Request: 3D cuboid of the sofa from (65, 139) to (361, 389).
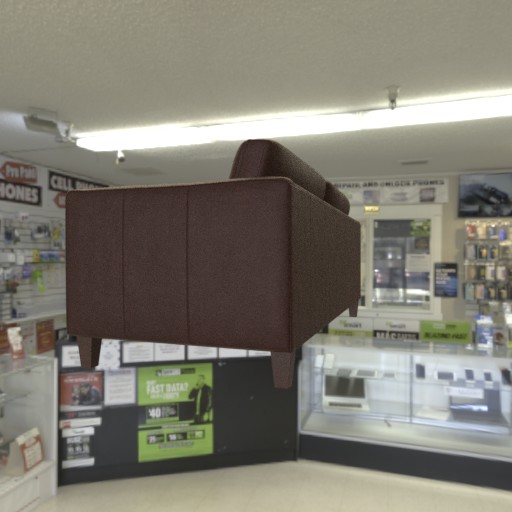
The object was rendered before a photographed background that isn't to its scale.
[{"bbox_3d":[0.000,0.000,2.448,0.923,0.863,1.971,0,0,20],"label":"sofa"}]
